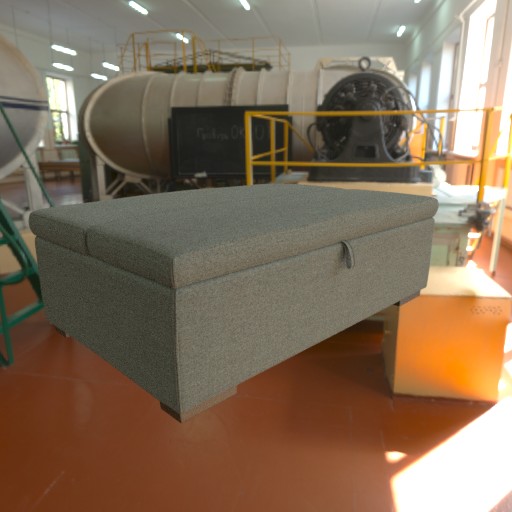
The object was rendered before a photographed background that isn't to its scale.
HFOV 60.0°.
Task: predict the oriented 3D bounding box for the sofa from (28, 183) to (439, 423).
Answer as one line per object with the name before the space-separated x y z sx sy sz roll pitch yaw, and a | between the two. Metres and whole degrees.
sofa | 0.000 0.000 1.594 0.817 0.434 1.250 14 21 43
